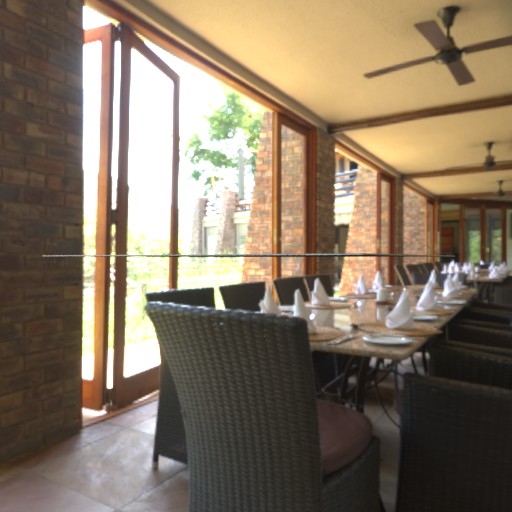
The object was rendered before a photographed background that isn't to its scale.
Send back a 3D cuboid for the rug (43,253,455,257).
[{"bbox_3d":[0.000,0.000,4.152,3.036,0.008,2.440,0,0,35],"label":"rug"}]
